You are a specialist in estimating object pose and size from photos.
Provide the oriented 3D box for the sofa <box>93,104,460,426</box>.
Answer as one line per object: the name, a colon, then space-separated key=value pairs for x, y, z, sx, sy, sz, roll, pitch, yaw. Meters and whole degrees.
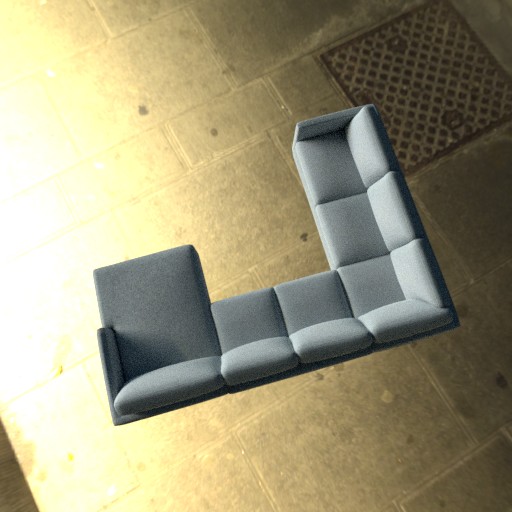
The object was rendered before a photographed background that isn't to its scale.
sofa: x=0.000 y=0.000 z=4.641 sx=3.403 sy=0.889 sz=2.551 roll=-15 pitch=76 yaw=-4
